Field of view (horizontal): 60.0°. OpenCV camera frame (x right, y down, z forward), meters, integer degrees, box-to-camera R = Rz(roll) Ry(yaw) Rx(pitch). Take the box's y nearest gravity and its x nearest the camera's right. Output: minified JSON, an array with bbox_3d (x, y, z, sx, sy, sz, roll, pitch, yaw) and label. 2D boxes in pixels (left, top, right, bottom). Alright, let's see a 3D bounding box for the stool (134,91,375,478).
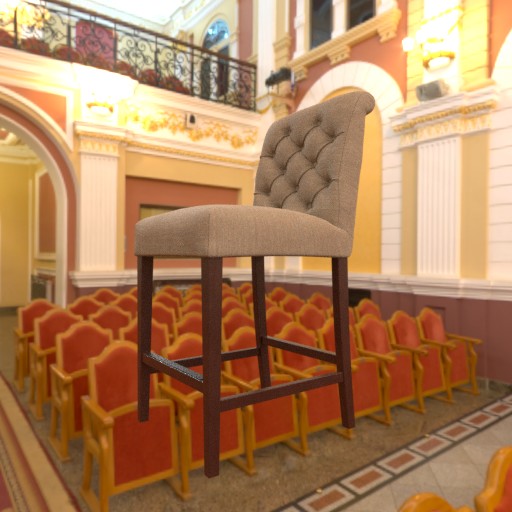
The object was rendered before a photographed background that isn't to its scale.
[{"bbox_3d":[0.000,0.000,1.451,0.660,1.084,0.486,0,1,-36],"label":"stool"}]
